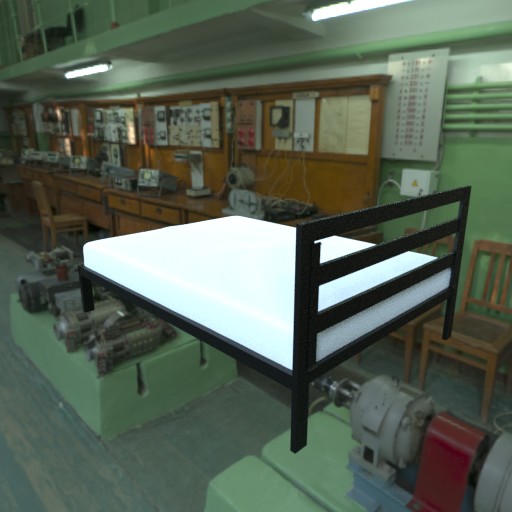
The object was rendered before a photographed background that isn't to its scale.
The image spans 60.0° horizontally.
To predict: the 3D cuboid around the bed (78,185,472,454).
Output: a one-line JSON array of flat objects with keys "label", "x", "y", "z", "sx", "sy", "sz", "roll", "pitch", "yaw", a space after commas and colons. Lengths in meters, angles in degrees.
[{"label": "bed", "x": 0.000, "y": 0.000, "z": 2.906, "sx": 1.524, "sy": 0.967, "sz": 2.062, "roll": -15, "pitch": 22, "yaw": -42}]
